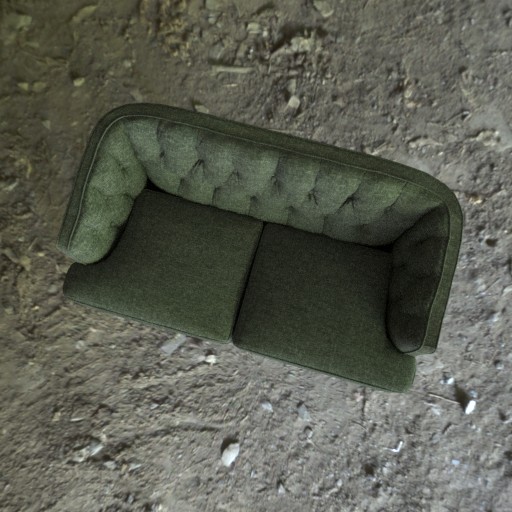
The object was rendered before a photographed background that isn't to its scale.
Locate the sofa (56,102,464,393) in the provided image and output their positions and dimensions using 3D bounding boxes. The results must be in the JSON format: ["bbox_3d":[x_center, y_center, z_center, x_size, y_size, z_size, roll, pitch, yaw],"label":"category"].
[{"bbox_3d":[0.000,0.000,2.221,1.733,0.855,0.941,15,76,4],"label":"sofa"}]
